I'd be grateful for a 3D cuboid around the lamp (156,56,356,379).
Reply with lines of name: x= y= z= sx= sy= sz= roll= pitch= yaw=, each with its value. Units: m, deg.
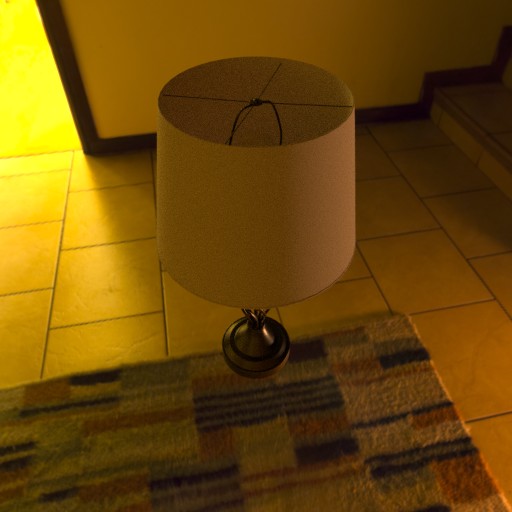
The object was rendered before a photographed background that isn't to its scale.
lamp: x=0.000 y=0.000 z=0.785 sx=0.331 sy=0.594 sz=0.331 roll=0 pitch=45 yaw=0
